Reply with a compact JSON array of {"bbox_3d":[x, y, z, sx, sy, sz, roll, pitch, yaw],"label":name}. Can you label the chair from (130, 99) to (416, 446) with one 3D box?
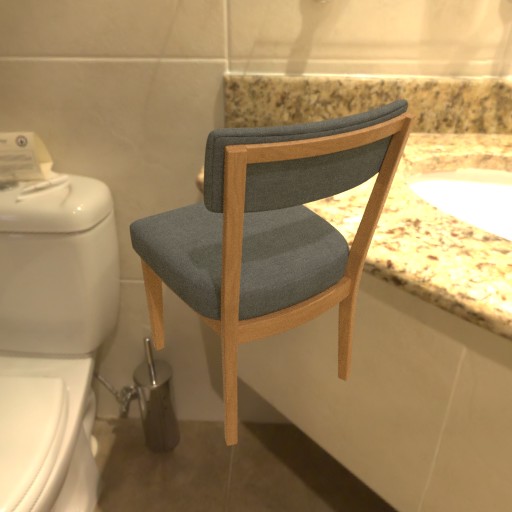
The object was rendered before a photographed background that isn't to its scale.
[{"bbox_3d":[0.000,0.000,1.193,0.508,0.832,0.572,-19,35,-29],"label":"chair"}]
